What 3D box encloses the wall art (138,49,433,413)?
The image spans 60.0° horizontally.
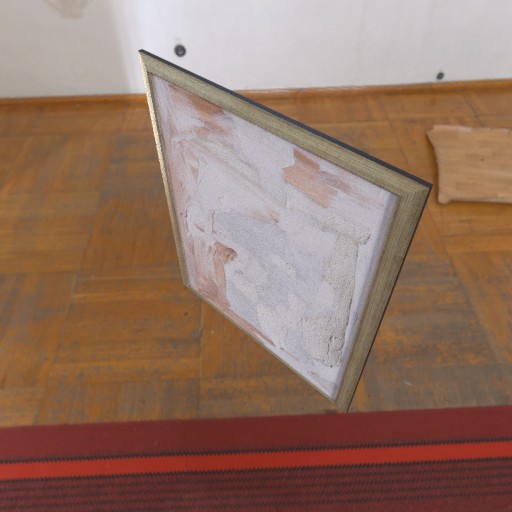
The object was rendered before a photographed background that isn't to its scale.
[{"bbox_3d":[0.000,0.000,0.896,0.559,0.660,0.018,34,56,27],"label":"wall art"}]
